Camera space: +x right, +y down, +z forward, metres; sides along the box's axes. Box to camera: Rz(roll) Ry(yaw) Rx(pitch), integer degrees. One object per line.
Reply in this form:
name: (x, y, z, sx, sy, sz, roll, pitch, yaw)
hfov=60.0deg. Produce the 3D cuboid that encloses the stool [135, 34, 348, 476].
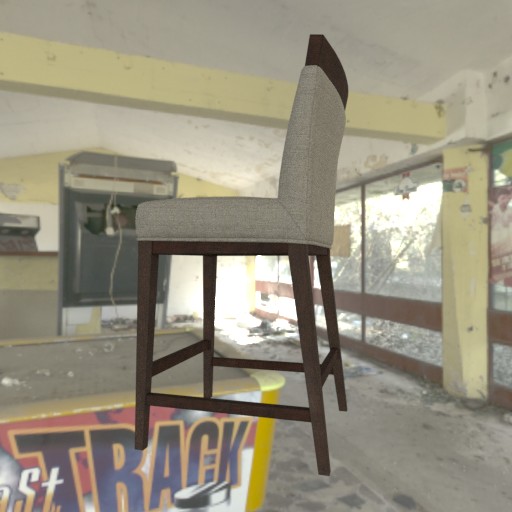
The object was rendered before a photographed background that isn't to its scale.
stool: (0.000, 0.000, 1.309, 0.531, 1.009, 0.512, 0, -1, 17)
